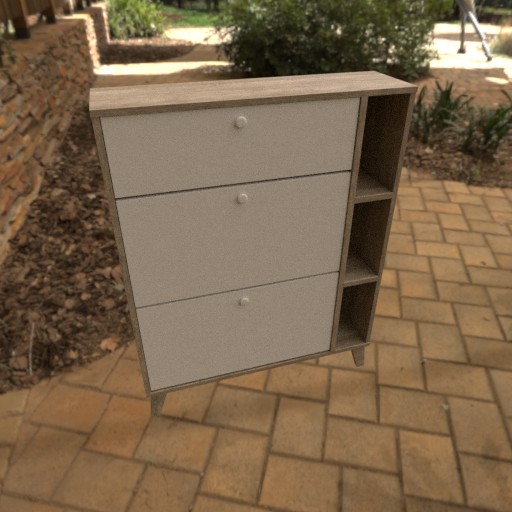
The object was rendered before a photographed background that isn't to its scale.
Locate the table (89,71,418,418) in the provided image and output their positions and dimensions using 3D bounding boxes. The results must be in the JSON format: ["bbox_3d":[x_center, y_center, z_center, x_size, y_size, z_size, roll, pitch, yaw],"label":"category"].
[{"bbox_3d":[0.000,0.000,1.565,0.902,1.135,0.256,-9,34,-14],"label":"table"}]
